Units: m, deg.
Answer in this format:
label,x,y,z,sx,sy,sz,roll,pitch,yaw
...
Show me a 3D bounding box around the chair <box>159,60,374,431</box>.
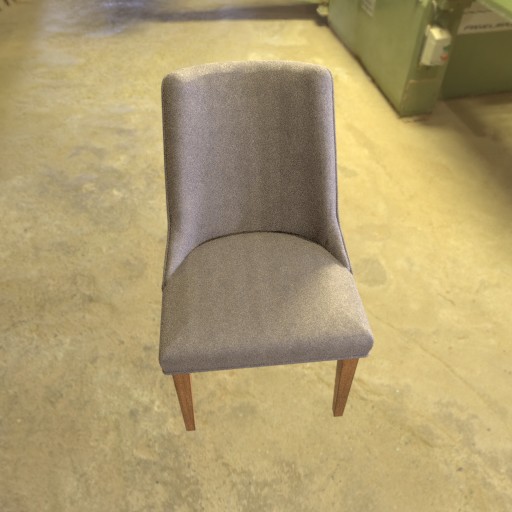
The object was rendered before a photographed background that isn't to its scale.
label,x,y,z,sx,sy,sz,roll,pitch,yaw
chair,0.000,0.000,1.302,0.548,0.916,0.636,-4,47,-4
